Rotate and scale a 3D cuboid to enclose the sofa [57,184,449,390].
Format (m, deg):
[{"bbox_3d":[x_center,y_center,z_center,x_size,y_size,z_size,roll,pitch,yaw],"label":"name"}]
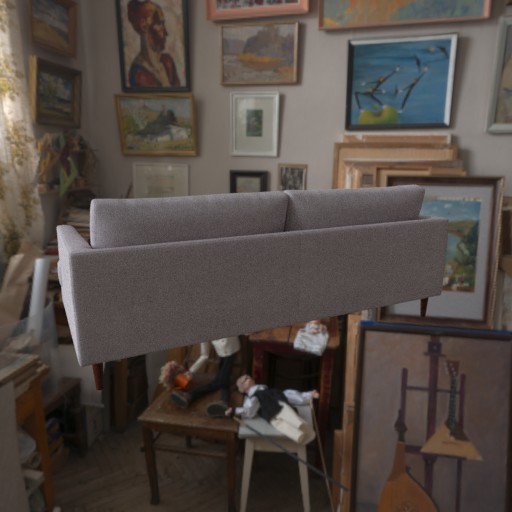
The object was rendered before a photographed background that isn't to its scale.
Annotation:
[{"bbox_3d":[0.000,0.000,2.787,2.250,0.868,1.020,-7,15,-26],"label":"sofa"}]
